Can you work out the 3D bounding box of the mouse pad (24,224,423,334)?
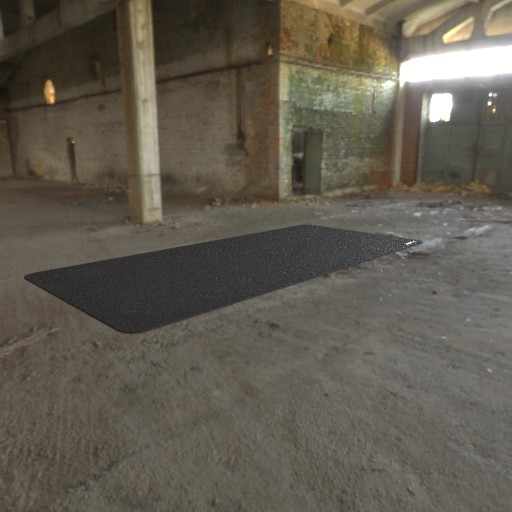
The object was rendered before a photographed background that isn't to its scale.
[{"bbox_3d":[0.000,0.000,1.046,0.424,0.003,0.907,13,18,43],"label":"mouse pad"}]
